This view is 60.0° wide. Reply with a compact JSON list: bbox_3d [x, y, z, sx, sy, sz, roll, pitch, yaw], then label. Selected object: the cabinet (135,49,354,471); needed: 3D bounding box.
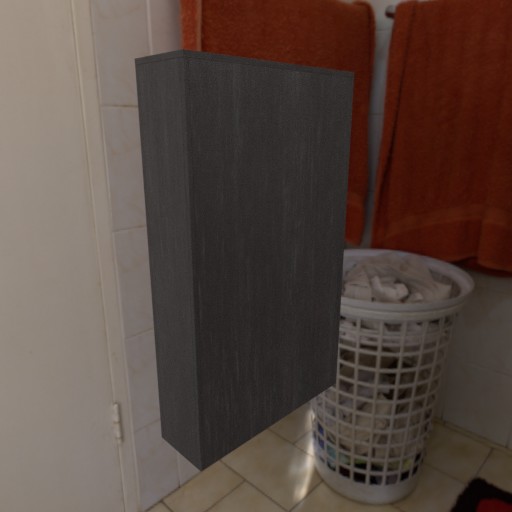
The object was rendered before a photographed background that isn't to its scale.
[{"bbox_3d":[0.000,0.000,1.618,0.750,1.280,0.250,-16,23,-42],"label":"cabinet"}]
